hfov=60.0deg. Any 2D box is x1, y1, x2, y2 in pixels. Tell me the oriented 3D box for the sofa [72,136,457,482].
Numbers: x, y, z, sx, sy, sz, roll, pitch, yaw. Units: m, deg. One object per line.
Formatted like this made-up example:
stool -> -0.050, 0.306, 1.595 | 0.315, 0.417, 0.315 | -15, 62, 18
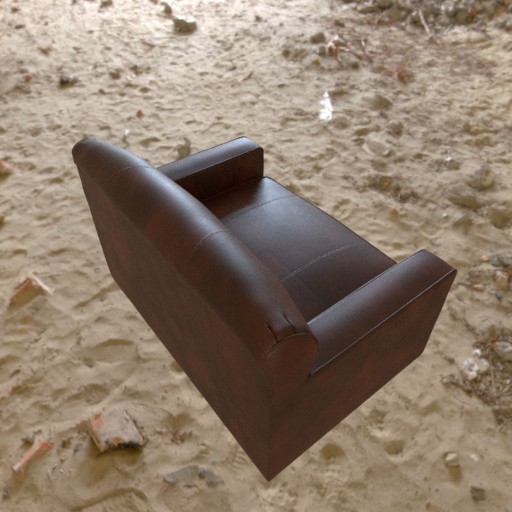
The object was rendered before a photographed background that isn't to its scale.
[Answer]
sofa -> 0.000, 0.000, 2.004 | 1.000, 0.956, 1.413 | -28, 49, -27
